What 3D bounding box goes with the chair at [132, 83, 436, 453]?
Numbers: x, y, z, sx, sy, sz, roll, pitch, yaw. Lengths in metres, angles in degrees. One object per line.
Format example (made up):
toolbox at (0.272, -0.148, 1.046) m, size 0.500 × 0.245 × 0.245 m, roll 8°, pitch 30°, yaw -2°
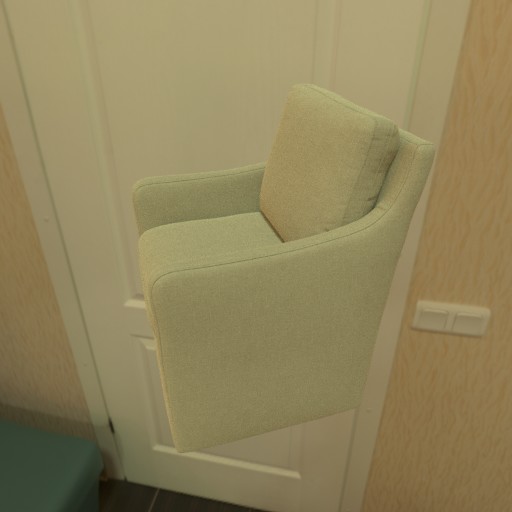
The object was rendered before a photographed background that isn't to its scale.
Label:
chair at (0.000, 0.000, 1.362) m, size 0.694 × 0.914 × 0.626 m, roll -9°, pitch 32°, yaw -15°
